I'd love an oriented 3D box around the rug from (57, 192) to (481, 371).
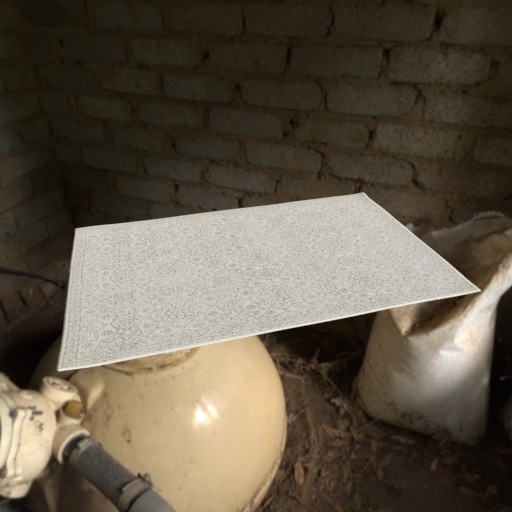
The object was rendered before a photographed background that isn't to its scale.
[{"bbox_3d":[0.000,0.000,2.425,1.947,0.023,1.214,-9,33,-14],"label":"rug"}]
